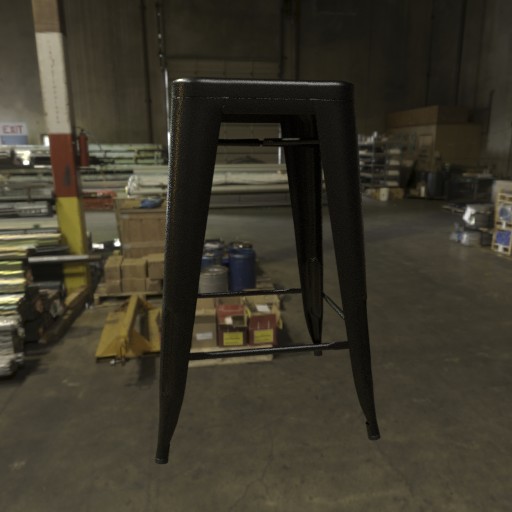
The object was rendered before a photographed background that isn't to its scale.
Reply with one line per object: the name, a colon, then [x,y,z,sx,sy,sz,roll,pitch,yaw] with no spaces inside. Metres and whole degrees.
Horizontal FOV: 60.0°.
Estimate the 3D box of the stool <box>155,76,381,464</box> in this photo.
stool: [0.000,0.000,0.856,0.399,0.609,0.359,-2,14,-10]
